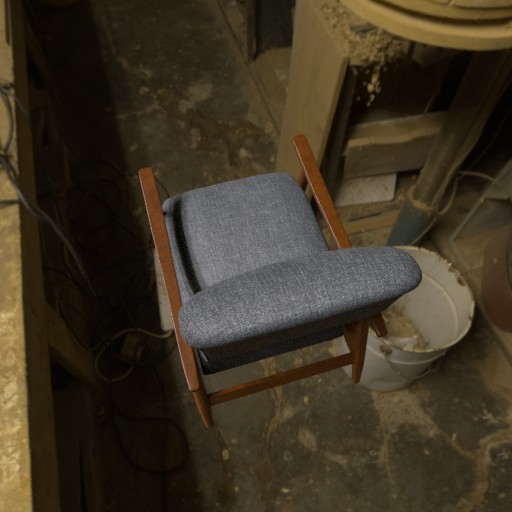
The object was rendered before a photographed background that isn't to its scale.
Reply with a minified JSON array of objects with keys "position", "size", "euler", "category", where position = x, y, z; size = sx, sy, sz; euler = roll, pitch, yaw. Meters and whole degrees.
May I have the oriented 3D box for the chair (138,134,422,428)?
[{"position":[0.000,0.000,1.787],"size":[0.762,1.082,1.030],"euler":[-14,60,-8],"category":"chair"}]
